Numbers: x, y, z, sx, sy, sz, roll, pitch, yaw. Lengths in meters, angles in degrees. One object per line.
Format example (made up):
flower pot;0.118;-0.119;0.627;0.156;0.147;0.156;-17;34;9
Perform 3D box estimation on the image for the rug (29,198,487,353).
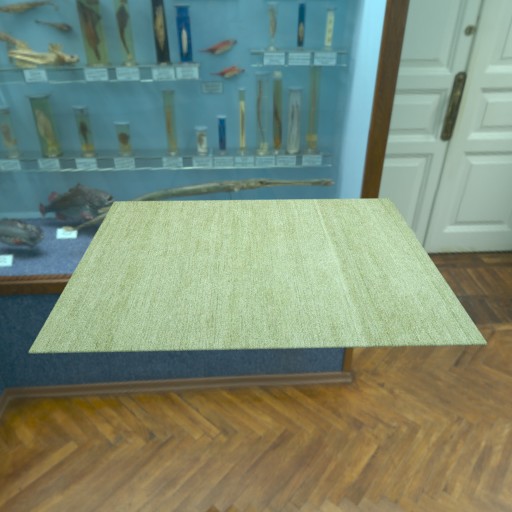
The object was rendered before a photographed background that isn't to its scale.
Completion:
rug;0.000;0.000;4.109;3.198;0.016;2.425;-1;32;-1
